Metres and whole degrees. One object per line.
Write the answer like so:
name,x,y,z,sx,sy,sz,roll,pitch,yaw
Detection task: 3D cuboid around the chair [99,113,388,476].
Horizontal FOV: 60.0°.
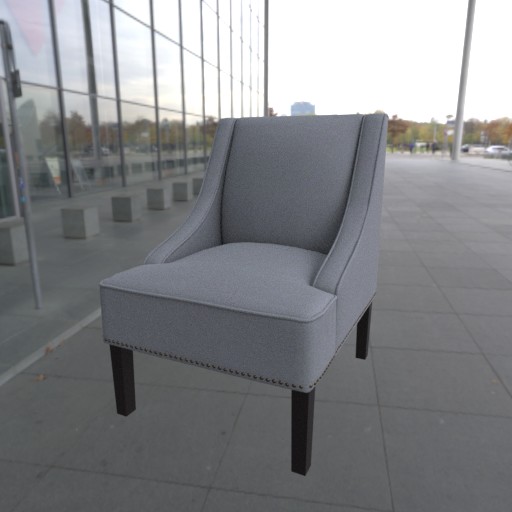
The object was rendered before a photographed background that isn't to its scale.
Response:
chair,0.000,0.000,1.373,0.631,0.867,0.747,7,16,25
